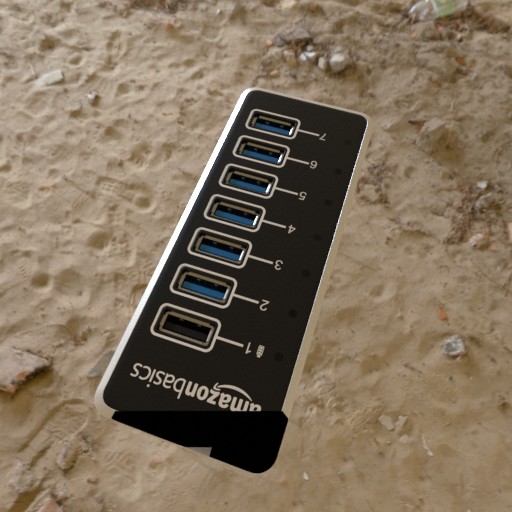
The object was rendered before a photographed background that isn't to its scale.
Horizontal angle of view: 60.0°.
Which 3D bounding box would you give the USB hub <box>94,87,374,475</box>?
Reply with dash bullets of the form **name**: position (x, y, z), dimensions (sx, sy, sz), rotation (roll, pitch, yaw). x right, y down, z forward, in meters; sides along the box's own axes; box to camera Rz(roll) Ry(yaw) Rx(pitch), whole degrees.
- **USB hub**: position (0.000, 0.000, 0.131), dimensions (0.044, 0.023, 0.110), rotation (17, 64, 8)
